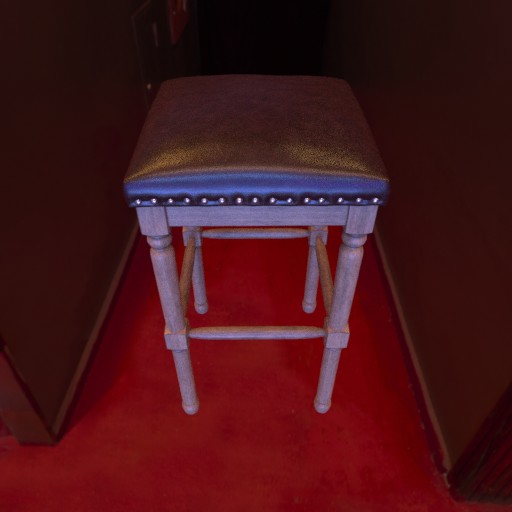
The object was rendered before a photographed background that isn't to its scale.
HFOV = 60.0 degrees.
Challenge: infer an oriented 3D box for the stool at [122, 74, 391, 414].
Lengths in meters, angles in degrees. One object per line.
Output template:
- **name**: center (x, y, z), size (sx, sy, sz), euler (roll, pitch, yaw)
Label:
- **stool**: center (0.000, 0.000, 0.955), size (0.382, 0.702, 0.383), euler (0, 42, 0)
